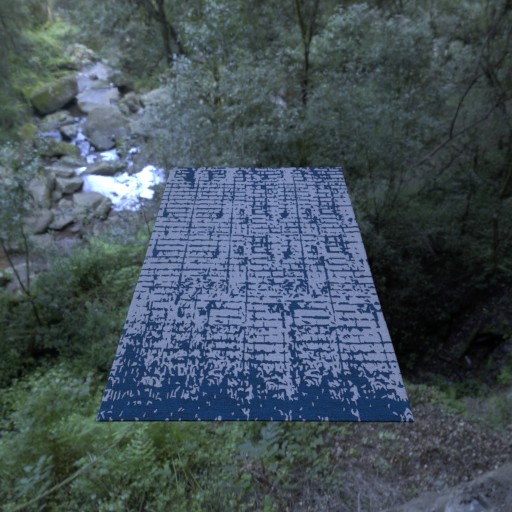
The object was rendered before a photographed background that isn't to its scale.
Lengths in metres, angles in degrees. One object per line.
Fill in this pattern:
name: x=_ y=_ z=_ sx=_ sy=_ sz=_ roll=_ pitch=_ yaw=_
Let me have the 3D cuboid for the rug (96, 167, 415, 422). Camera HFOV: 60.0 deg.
rug: x=0.000 y=0.000 z=3.034 sx=1.517 sy=0.011 sz=2.435 roll=0 pitch=40 yaw=0
